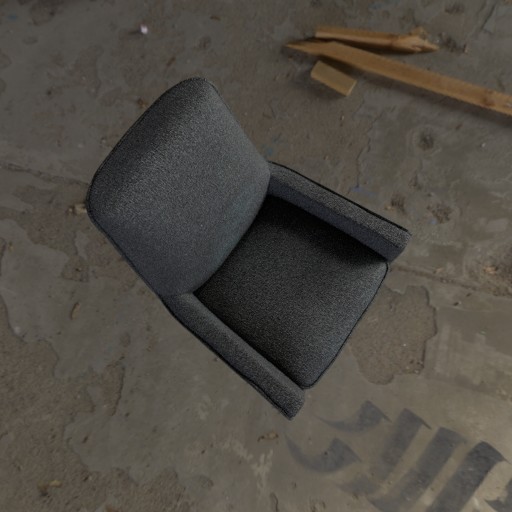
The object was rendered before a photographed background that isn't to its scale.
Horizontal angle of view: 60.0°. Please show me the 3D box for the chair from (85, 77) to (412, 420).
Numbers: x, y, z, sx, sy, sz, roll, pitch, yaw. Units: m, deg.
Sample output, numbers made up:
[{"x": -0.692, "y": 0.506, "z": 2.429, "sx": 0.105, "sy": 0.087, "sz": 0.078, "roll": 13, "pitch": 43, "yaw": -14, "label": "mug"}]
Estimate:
[{"x": 0.000, "y": 0.000, "z": 1.554, "sx": 0.859, "sy": 0.883, "sz": 0.763, "roll": 35, "pitch": 79, "yaw": 8, "label": "chair"}]
